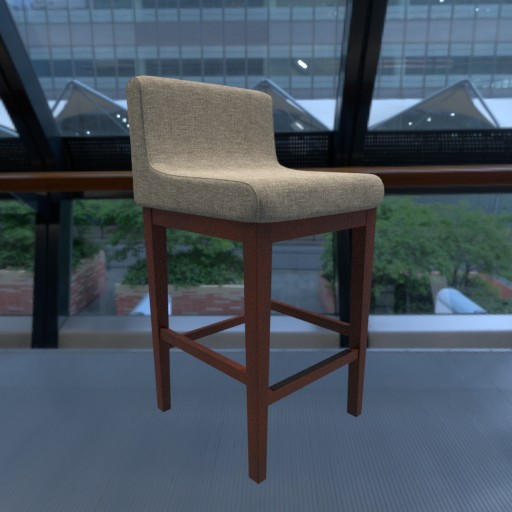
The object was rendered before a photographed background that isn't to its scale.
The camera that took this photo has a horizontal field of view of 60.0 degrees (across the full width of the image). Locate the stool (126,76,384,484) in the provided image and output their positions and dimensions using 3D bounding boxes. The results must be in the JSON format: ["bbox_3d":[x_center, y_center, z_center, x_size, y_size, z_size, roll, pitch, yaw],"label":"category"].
[{"bbox_3d":[0.000,0.000,1.084,0.417,0.835,0.459,-12,17,-42],"label":"stool"}]
